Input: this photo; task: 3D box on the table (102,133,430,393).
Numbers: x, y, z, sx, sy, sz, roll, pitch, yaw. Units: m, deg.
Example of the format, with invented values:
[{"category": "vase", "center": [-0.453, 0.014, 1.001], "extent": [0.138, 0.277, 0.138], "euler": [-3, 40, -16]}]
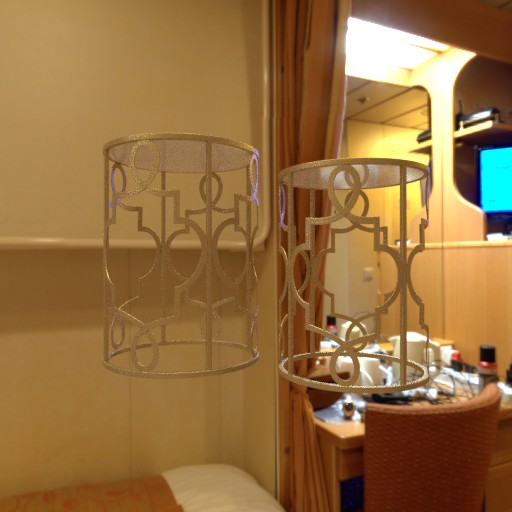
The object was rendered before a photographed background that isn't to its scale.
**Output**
[{"category": "table", "center": [0.000, 0.000, 1.160], "extent": [0.846, 0.564, 0.420], "euler": [0, 0, 18]}]
